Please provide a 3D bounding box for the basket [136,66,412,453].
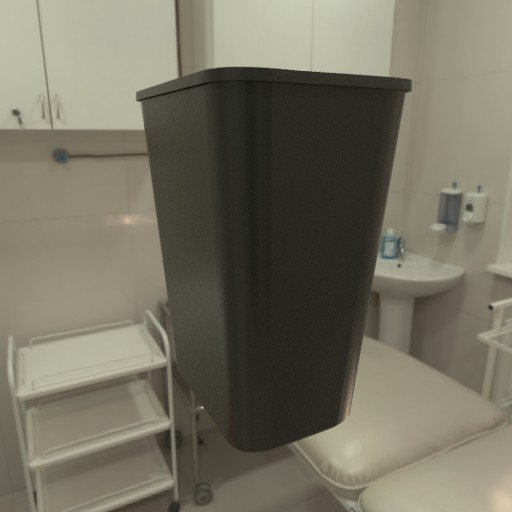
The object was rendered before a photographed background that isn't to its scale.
[{"bbox_3d":[0.000,0.000,0.731,0.287,0.521,0.394,-8,18,-27],"label":"basket"}]
